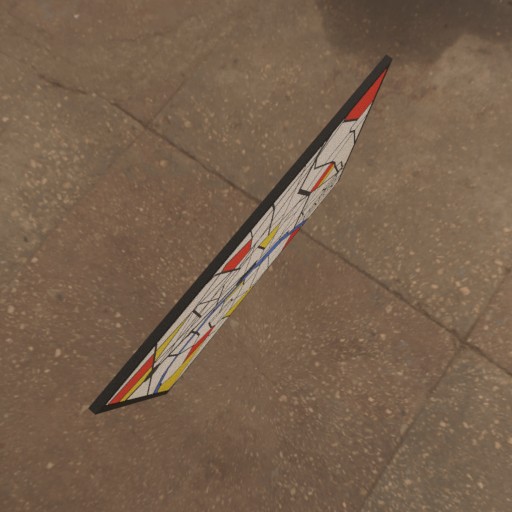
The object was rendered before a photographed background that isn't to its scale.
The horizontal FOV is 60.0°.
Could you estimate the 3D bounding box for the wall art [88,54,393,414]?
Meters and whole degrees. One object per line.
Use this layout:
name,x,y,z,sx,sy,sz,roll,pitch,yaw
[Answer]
wall art,0.000,0.000,0.844,0.013,0.458,0.664,38,79,9
